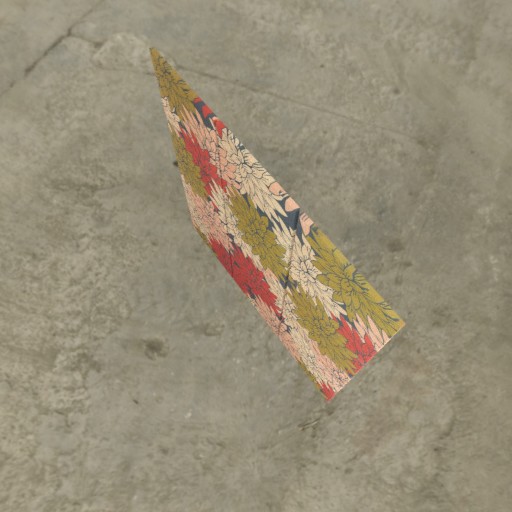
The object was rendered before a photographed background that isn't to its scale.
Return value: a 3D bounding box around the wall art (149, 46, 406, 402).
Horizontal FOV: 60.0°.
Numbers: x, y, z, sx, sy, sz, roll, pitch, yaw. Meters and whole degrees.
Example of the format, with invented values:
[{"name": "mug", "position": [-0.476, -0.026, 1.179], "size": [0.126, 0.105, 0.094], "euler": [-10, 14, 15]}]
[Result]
[{"name": "wall art", "position": [0.000, 0.000, 1.372], "size": [0.013, 0.913, 0.904], "euler": [-33, 68, -15]}]
